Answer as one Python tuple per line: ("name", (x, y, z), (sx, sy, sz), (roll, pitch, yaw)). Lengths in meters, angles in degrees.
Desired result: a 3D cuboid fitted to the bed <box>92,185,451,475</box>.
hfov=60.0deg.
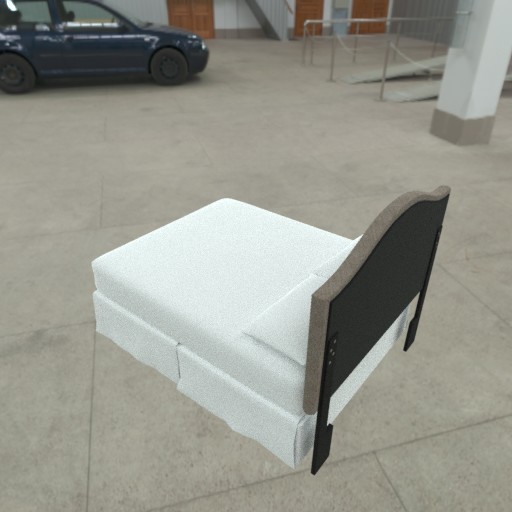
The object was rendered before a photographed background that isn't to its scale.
("bed", (0.000, 0.000, 3.337), (2.153, 1.518, 1.713), (23, 38, 33))
